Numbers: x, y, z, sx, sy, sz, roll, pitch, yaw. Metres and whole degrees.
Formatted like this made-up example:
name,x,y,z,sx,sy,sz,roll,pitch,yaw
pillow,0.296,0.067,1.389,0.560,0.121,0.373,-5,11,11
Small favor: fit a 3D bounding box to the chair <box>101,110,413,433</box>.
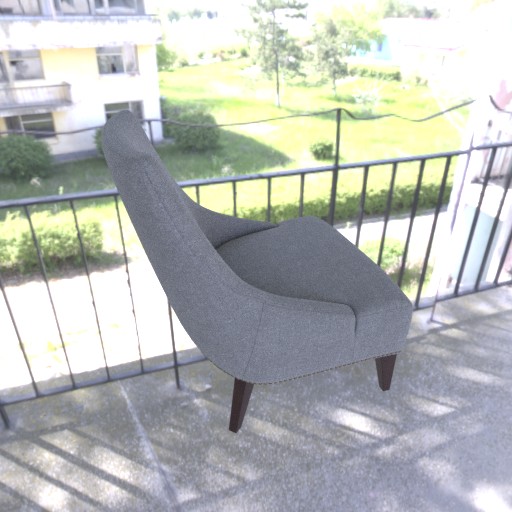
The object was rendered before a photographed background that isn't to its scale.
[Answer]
name,x,y,z,sx,sy,sz,roll,pitch,yaw
chair,0.000,0.000,1.500,0.861,0.909,0.701,-10,31,-17
